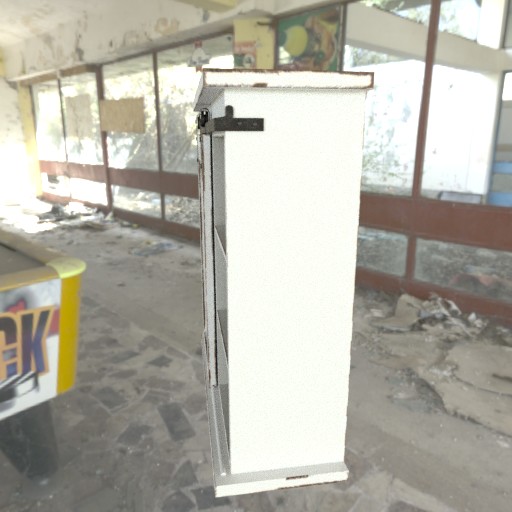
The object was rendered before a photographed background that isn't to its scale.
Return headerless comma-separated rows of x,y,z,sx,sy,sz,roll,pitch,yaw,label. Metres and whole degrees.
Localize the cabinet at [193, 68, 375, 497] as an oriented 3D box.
0.000,0.000,0.864,0.210,0.603,0.541,-2,15,-9,cabinet
